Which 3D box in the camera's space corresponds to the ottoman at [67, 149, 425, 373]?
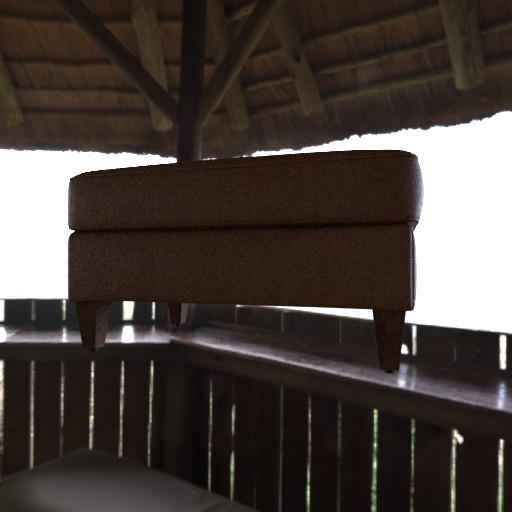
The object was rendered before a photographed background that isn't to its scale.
[{"bbox_3d":[0.000,0.000,1.234,0.864,0.483,0.584,0,-1,18],"label":"ottoman"}]
